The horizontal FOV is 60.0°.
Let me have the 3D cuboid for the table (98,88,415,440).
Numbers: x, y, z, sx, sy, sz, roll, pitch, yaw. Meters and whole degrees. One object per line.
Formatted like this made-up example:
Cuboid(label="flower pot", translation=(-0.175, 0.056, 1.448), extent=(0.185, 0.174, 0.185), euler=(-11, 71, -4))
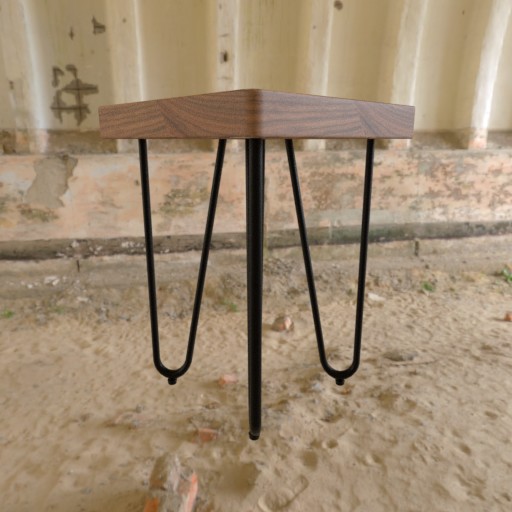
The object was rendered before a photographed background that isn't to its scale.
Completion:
Cuboid(label="table", translation=(0.000, 0.000, 1.002), extent=(0.479, 0.641, 0.480), euler=(-14, 20, -43))
